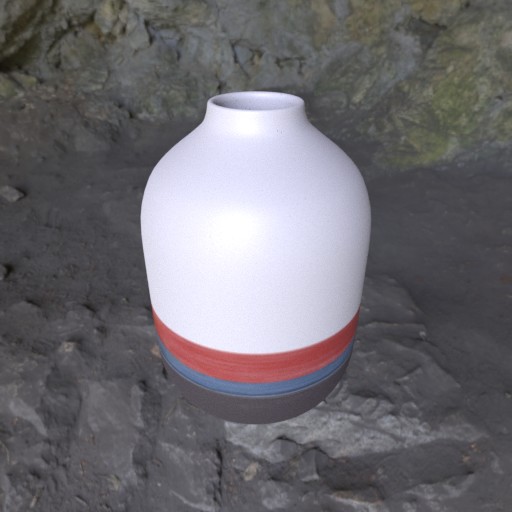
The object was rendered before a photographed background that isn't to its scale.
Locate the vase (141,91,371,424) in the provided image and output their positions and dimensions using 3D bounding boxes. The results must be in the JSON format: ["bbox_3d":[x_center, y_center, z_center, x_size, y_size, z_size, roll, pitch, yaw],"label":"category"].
[{"bbox_3d":[0.000,0.000,0.350,0.169,0.237,0.169,0,30,0],"label":"vase"}]
